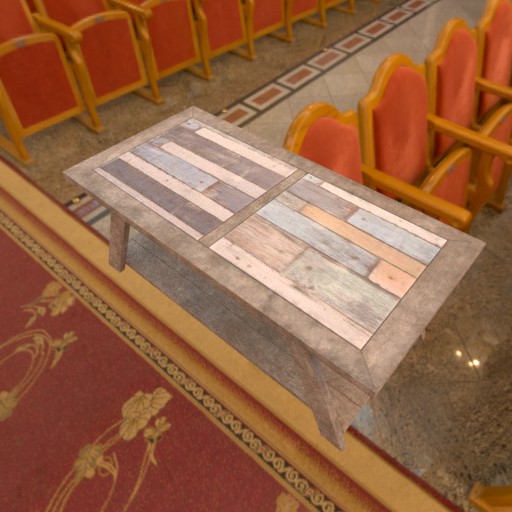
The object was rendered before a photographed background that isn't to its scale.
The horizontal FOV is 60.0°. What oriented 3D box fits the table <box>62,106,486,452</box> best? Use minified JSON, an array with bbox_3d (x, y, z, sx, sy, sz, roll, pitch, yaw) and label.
[{"bbox_3d":[0.000,0.000,1.558,1.219,0.470,0.610,32,54,27],"label":"table"}]
